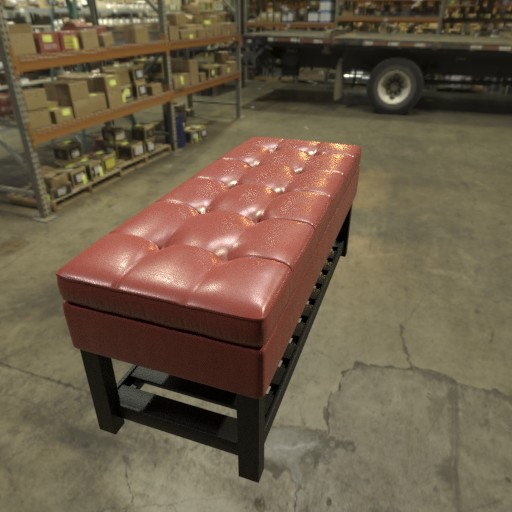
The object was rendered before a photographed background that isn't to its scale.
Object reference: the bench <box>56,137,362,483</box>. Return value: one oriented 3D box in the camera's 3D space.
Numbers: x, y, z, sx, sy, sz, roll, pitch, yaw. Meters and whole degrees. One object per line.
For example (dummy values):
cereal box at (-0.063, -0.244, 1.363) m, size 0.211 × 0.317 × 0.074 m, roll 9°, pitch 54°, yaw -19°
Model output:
bench at (0.000, 0.000, 1.325) m, size 0.432 × 0.460 × 1.105 m, roll 10°, pitch 31°, yaw 17°
